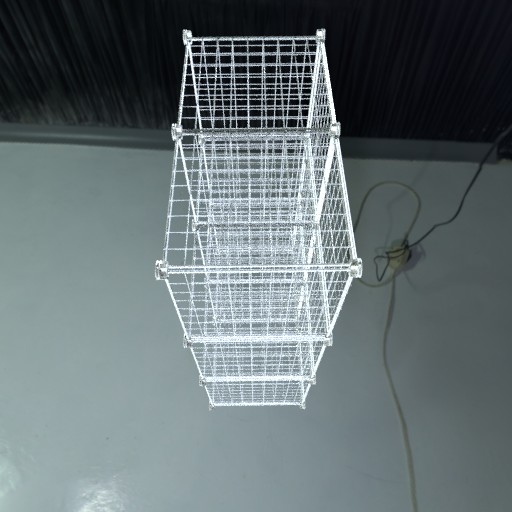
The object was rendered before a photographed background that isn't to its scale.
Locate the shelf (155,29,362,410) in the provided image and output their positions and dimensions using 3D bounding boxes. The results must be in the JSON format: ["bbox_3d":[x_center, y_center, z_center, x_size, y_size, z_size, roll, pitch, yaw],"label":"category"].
[{"bbox_3d":[0.000,0.000,1.393,0.356,1.067,0.711,-1,59,0],"label":"shelf"}]
